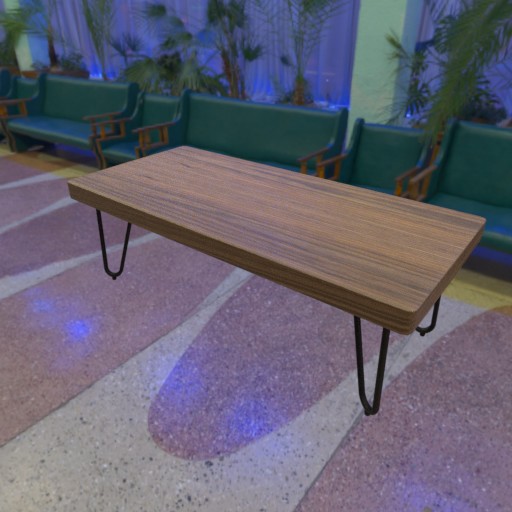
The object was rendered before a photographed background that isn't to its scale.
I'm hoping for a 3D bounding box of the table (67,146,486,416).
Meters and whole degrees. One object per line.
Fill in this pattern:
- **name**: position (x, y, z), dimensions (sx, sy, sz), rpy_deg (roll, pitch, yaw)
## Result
- **table**: position (0.000, 0.000, 1.670), dimensions (1.375, 0.468, 0.637), rpy_deg (21, 36, 32)
